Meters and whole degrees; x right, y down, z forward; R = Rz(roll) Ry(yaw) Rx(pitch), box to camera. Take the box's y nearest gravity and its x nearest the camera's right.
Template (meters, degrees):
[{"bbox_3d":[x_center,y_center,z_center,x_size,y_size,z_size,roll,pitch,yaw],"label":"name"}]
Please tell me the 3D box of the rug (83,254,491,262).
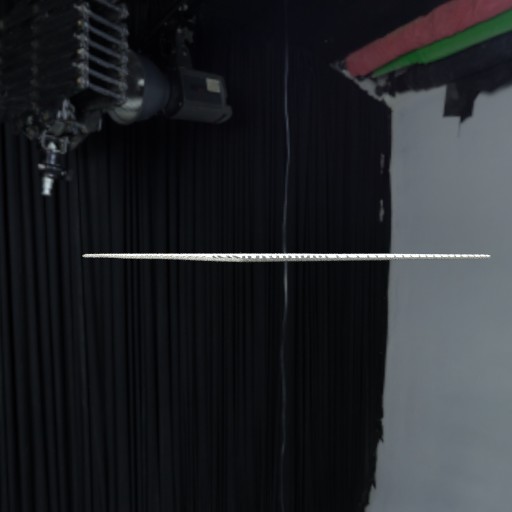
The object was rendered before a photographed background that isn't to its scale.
[{"bbox_3d":[0.000,0.000,3.205,1.829,0.028,2.449,0,0,-35],"label":"rug"}]
